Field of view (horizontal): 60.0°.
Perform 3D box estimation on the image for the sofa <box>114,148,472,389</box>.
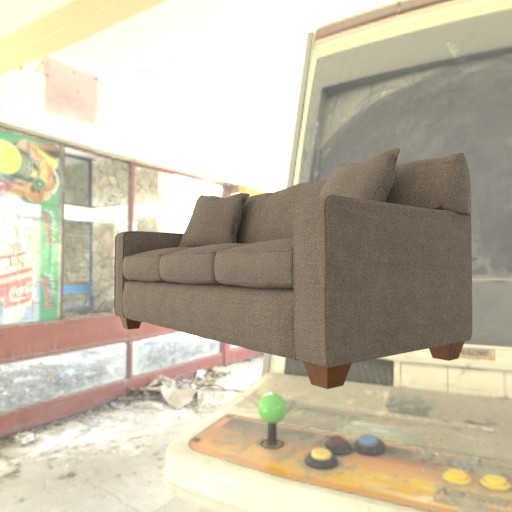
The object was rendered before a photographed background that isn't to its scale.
[{"bbox_3d":[0.000,0.000,2.520,0.997,0.958,2.024,1,-2,-37],"label":"sofa"}]
